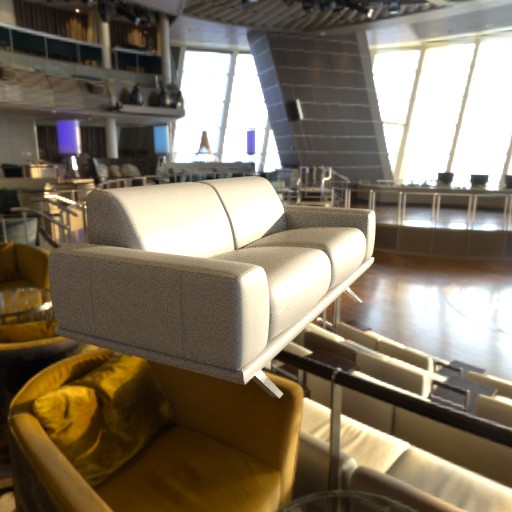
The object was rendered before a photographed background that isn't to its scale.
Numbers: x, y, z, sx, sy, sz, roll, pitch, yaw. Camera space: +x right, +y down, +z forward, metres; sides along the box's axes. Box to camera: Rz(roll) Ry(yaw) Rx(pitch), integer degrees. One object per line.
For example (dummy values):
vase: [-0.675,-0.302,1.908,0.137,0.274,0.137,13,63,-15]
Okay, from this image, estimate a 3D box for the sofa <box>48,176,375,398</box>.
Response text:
sofa: [0.000,0.000,2.374,0.900,0.772,1.901,6,14,26]
